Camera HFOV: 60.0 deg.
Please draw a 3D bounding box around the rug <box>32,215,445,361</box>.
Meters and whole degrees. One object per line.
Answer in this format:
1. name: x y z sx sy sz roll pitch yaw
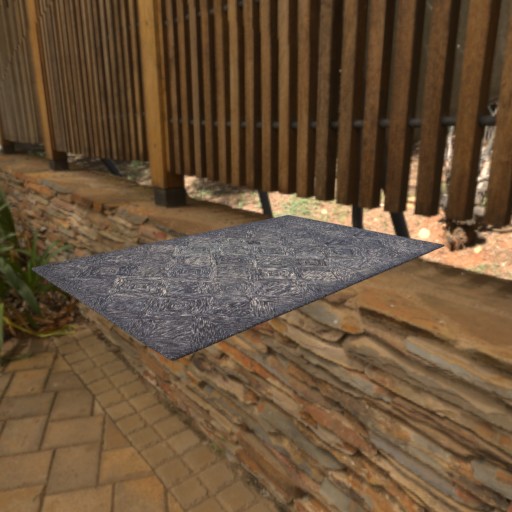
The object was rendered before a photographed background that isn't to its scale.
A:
1. rug: 0.000 0.000 2.209 1.754 0.010 1.139 -16 23 -42
